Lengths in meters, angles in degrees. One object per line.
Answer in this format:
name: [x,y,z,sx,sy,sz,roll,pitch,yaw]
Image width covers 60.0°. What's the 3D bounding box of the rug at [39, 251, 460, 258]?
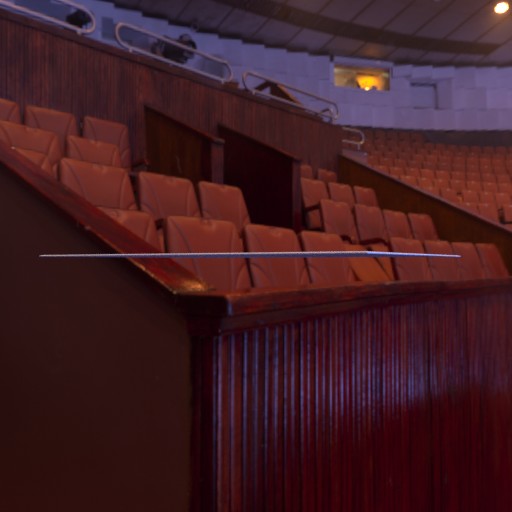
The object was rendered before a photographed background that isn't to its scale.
rug: [0.000,0.000,3.992,2.980,0.012,2.363,0,-1,35]
